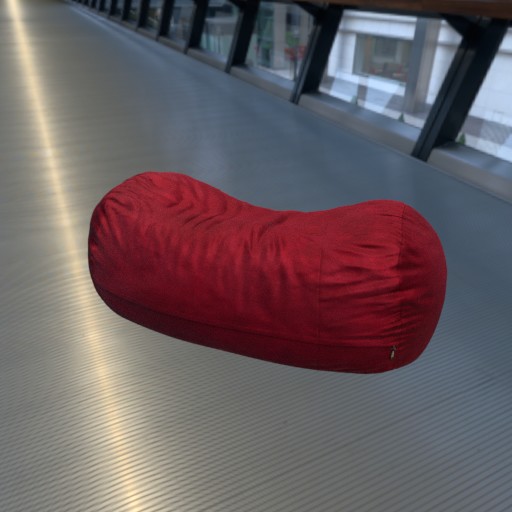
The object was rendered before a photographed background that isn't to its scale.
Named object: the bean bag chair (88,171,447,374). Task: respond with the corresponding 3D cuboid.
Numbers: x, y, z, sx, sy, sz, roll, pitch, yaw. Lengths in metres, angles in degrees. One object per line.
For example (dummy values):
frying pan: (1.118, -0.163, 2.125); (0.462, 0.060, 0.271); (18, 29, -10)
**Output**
bean bag chair: (0.000, 0.000, 2.842); (2.293, 0.867, 1.216); (10, 33, 16)
